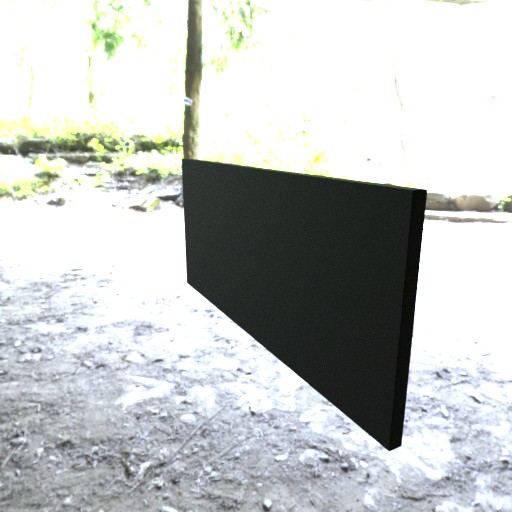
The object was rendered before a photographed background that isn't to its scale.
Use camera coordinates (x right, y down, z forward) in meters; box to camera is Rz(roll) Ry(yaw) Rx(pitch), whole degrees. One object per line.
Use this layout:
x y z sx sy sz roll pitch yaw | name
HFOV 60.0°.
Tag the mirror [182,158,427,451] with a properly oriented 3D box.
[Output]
0.000 0.000 1.769 0.047 0.692 1.584 -8 17 -27 | mirror
